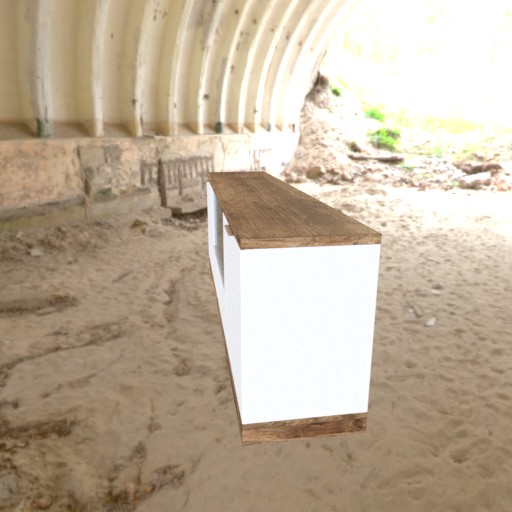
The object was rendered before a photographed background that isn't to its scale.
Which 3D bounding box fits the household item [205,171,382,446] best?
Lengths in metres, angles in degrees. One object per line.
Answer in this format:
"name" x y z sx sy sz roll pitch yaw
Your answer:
"household item" 0.000 0.000 2.075 0.390 0.615 1.800 -2 16 -8
